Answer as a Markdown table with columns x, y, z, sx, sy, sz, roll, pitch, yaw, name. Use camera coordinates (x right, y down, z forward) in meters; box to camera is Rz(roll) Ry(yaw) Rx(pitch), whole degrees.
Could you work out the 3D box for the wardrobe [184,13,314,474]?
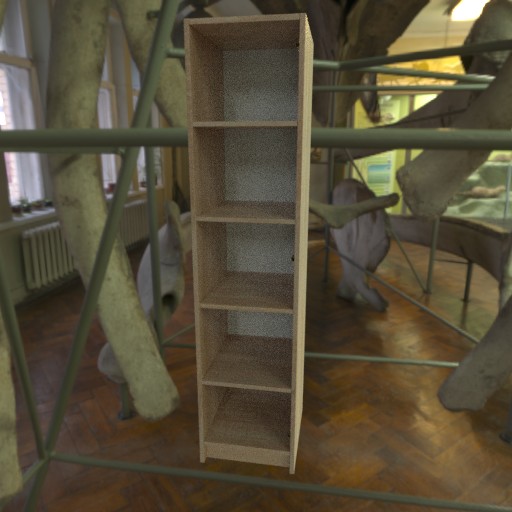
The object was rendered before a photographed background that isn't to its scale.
| x | y | z | sx | sy | sz | roll | pitch | yaw | name |
| --- | --- | --- | --- | --- | --- | --- | --- | --- | --- |
| 0.000 | 0.000 | 2.303 | 0.496 | 2.117 | 0.588 | 3 | 15 | 10 | wardrobe |
